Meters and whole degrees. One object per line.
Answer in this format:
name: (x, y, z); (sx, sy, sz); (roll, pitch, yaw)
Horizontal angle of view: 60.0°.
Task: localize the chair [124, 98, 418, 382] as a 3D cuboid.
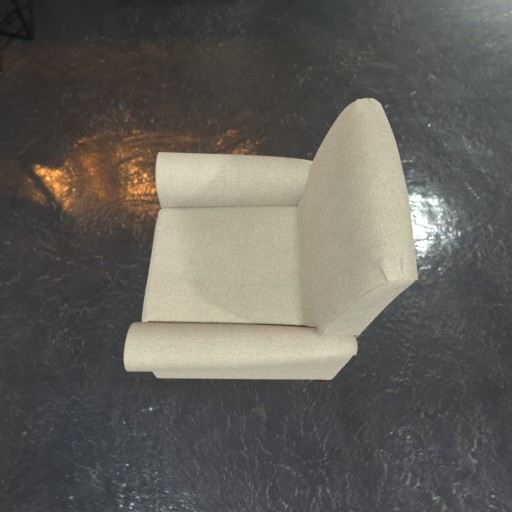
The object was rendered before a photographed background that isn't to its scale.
chair: (0.000, 0.000, 1.785); (0.905, 1.061, 0.978); (0, 58, 0)
